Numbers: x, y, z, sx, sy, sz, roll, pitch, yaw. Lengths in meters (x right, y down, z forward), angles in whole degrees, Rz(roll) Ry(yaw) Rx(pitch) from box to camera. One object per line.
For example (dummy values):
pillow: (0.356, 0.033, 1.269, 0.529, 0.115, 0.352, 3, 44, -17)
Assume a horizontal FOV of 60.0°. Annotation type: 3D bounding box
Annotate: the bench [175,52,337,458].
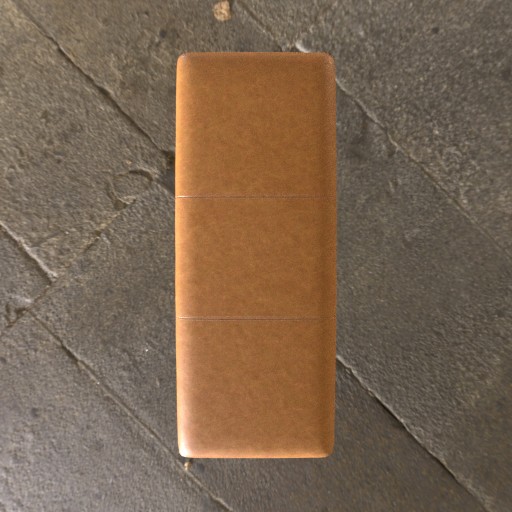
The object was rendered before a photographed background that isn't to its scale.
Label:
bench: (0.000, 0.000, 1.908, 0.653, 0.399, 1.610, 0, 91, 0)
